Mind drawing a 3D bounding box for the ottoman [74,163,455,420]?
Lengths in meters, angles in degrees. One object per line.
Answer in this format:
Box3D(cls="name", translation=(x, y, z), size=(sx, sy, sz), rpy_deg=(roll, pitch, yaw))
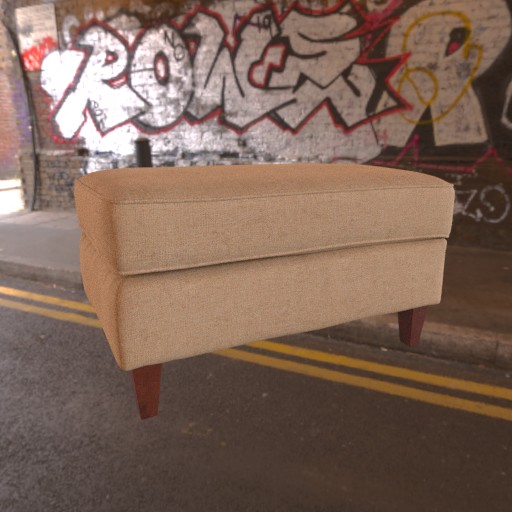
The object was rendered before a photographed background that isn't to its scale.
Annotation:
Box3D(cls="ottoman", translation=(0.000, 0.000, 1.209), size=(0.862, 0.484, 0.583), rpy_deg=(-7, 16, -26))
